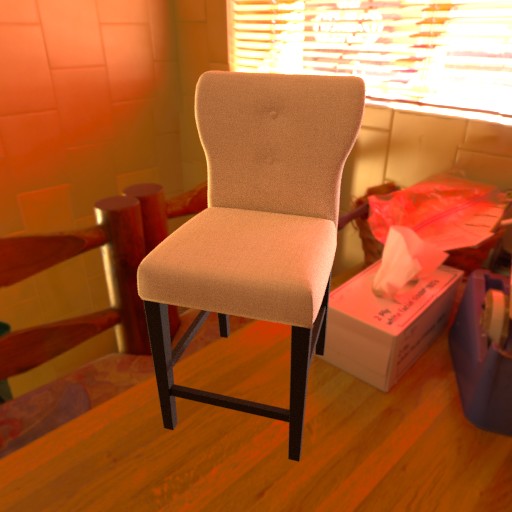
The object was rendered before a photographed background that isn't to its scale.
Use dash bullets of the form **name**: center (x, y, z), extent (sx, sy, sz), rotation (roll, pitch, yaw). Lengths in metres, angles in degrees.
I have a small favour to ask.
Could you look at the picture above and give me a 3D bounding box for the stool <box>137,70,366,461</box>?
- **stool**: center (0.000, 0.000, 1.317), extent (0.514, 0.972, 0.603), rotation (8, 28, 15)
